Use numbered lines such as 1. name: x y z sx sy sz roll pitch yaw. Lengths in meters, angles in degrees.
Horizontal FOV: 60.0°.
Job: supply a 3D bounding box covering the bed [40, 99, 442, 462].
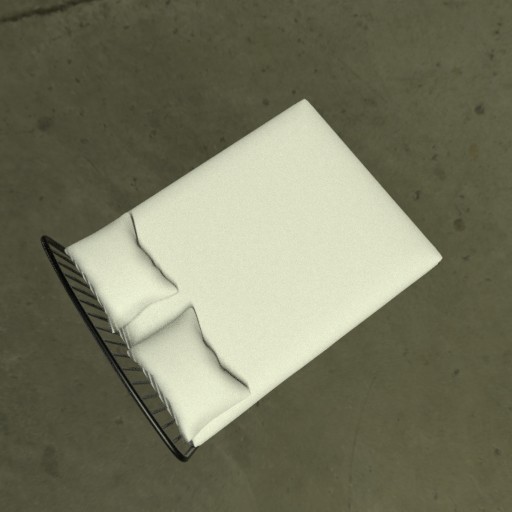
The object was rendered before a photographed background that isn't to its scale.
1. bed: 0.000 0.000 3.125 2.159 1.166 1.618 -35 78 -9
